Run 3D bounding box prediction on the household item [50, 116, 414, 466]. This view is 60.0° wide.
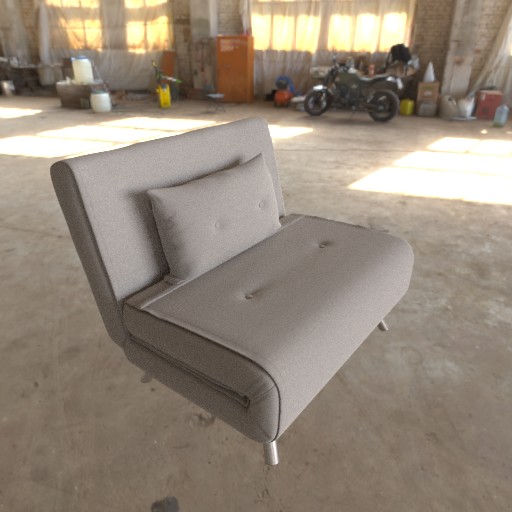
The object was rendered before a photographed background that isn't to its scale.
[{"bbox_3d":[0.000,0.000,1.634,0.874,0.800,1.000,19,33,33],"label":"household item"}]
